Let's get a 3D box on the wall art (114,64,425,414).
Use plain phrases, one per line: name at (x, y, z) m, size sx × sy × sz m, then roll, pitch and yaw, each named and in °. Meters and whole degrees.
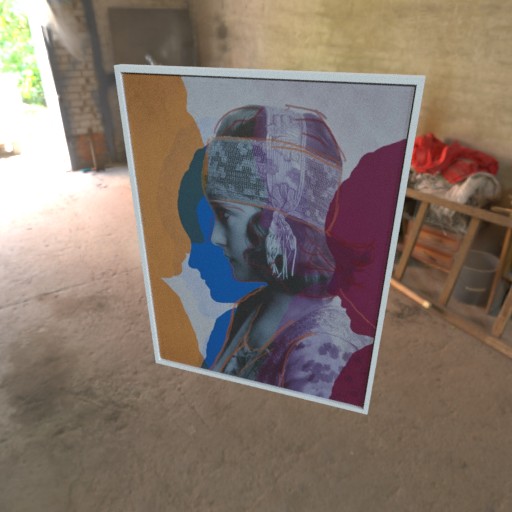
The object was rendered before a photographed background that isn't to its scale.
wall art at (0.000, 0.000, 1.349) m, size 0.795 × 1.050 × 0.039 m, roll 9°, pitch 30°, yaw 16°
